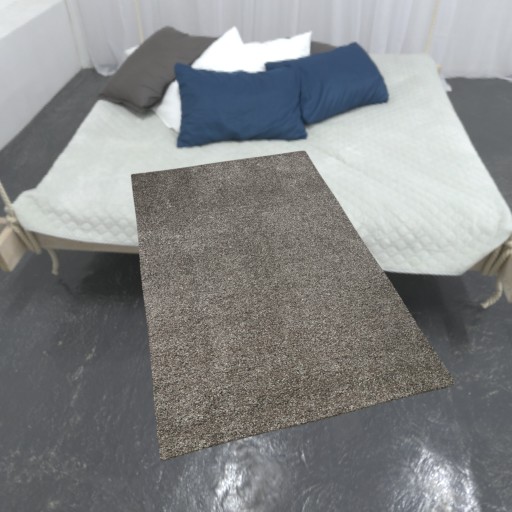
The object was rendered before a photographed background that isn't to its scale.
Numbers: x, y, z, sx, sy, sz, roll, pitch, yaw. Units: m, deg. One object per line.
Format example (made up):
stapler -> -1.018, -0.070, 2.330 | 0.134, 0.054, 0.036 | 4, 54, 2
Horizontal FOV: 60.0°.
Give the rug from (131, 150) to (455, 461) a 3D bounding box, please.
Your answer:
rug -> 0.000, 0.000, 2.943 | 1.501, 0.025, 2.352 | -10, 45, -10
